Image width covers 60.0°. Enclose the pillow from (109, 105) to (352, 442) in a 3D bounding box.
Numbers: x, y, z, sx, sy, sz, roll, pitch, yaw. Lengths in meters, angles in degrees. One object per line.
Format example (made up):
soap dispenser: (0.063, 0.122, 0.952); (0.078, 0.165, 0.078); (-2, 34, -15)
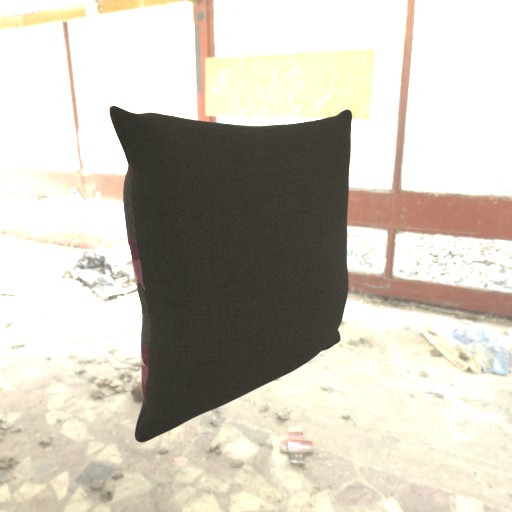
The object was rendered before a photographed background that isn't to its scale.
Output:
pillow: (0.000, 0.000, 0.771); (0.503, 0.496, 0.208); (-14, 22, -41)
